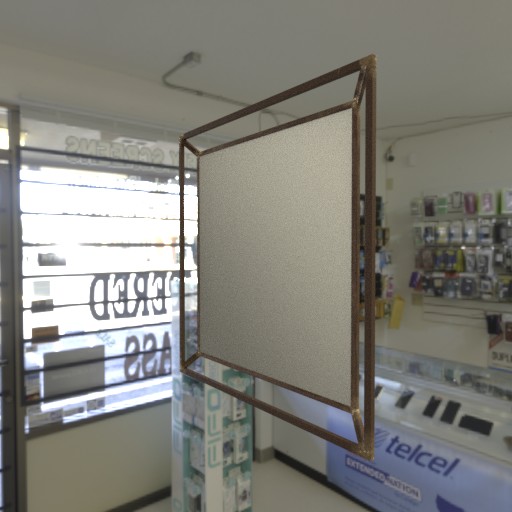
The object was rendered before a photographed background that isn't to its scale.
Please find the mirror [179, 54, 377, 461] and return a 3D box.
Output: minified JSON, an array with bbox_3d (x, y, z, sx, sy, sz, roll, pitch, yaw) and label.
[{"bbox_3d":[0.000,0.000,0.915,0.032,0.610,0.610,-1,1,-38],"label":"mirror"}]
